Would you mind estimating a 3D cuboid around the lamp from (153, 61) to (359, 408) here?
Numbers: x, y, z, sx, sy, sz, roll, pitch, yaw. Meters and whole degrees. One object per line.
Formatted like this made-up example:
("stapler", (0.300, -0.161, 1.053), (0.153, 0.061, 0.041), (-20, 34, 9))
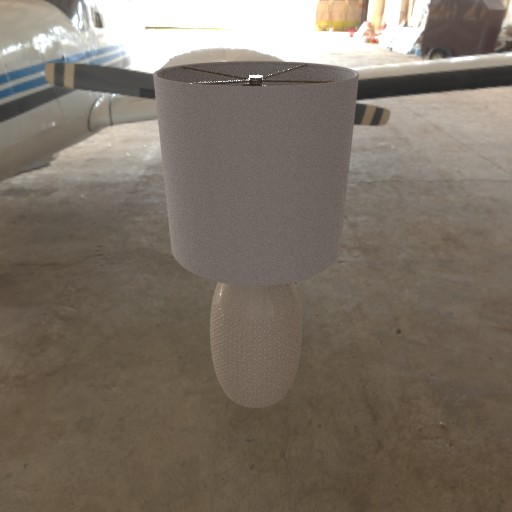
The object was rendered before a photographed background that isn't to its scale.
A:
("lamp", (0.000, 0.000, 0.585), (0.217, 0.453, 0.217), (20, 35, 31))
